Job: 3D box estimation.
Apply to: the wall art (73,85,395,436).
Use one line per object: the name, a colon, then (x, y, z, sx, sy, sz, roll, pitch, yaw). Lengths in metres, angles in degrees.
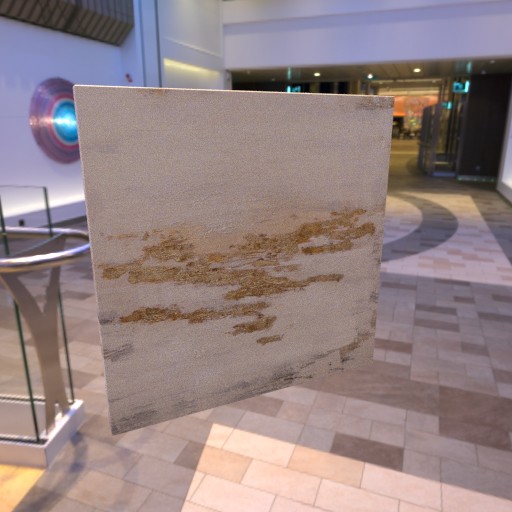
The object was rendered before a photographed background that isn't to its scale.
wall art: (0.000, 0.000, 0.882, 0.611, 0.613, 0.040, -8, 18, -24)
